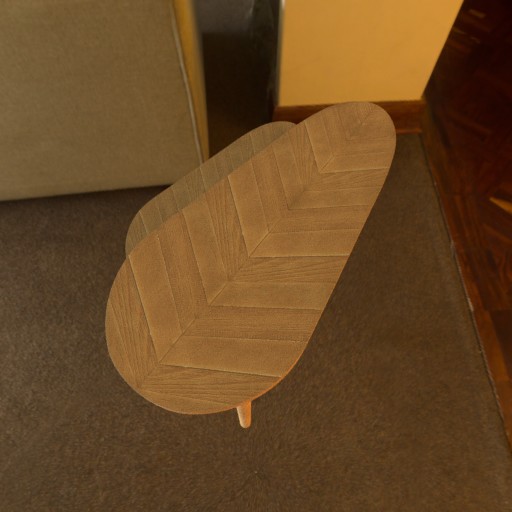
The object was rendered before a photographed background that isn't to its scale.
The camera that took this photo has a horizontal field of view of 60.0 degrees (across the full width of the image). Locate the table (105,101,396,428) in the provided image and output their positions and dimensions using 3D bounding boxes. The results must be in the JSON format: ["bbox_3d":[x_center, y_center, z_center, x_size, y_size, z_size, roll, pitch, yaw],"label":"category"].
[{"bbox_3d":[0.000,0.000,1.599,0.701,0.595,1.190,34,69,15],"label":"table"}]
